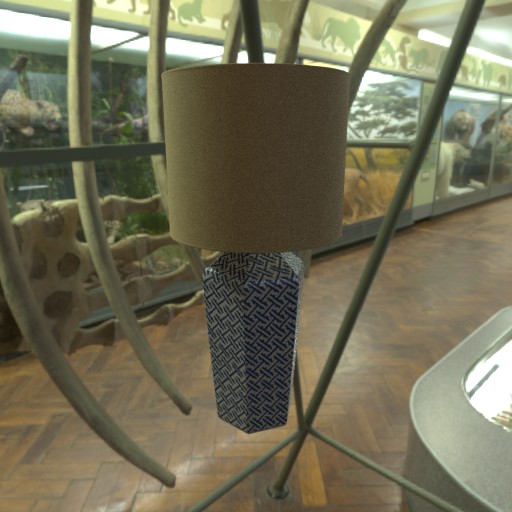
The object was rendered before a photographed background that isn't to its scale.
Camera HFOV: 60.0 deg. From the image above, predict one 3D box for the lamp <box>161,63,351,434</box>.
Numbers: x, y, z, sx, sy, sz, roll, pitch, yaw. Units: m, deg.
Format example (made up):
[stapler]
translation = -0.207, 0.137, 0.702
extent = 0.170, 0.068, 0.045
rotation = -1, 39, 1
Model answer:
[lamp]
translation = 0.000, 0.000, 0.851
extent = 0.320, 0.682, 0.320
rotation = -15, 22, -43
